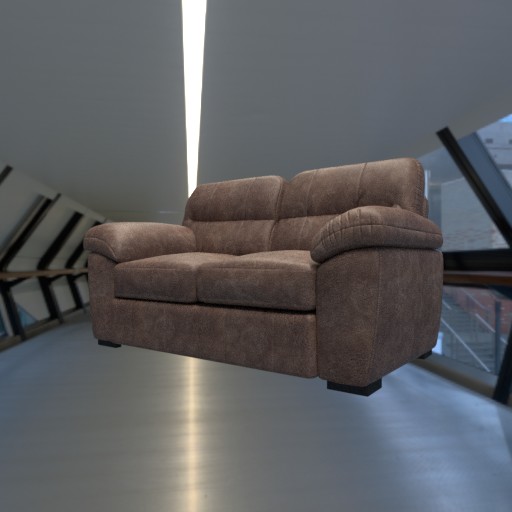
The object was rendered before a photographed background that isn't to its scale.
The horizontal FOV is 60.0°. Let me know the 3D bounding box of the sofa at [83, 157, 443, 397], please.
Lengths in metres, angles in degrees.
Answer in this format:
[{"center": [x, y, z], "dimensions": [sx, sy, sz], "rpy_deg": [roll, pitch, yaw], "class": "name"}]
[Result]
[{"center": [0.000, 0.000, 2.372], "dimensions": [1.753, 0.991, 0.991], "rpy_deg": [0, 0, 36], "class": "sofa"}]
